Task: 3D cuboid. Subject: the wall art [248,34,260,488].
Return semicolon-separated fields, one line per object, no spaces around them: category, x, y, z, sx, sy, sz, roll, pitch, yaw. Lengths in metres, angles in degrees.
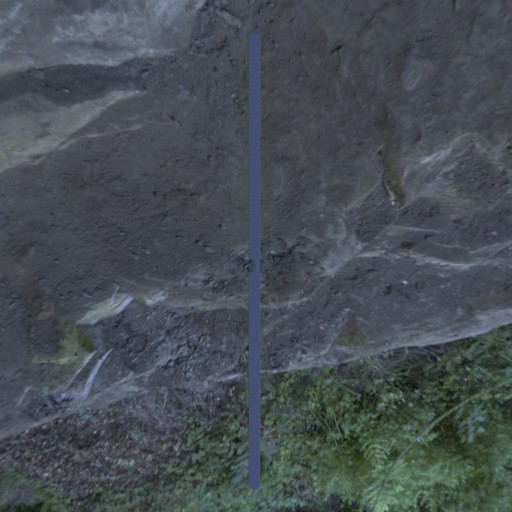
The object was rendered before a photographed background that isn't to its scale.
wall art;0.000;0.000;1.649;0.029;1.118;1.118;0;93;0
